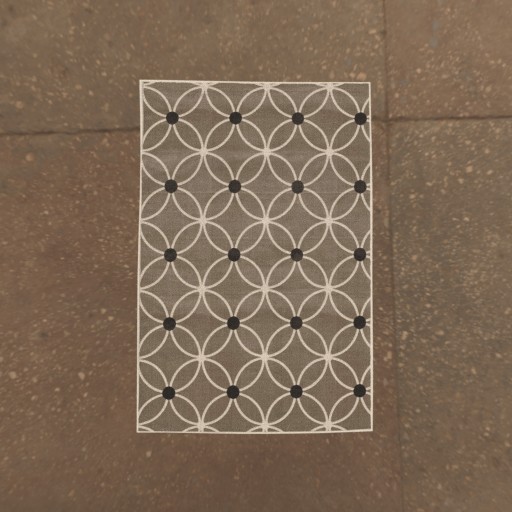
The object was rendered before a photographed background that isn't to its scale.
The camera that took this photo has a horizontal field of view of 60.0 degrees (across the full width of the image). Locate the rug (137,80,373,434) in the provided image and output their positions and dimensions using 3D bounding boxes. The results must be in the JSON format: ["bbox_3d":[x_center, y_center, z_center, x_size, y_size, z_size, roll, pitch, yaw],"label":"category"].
[{"bbox_3d":[0.000,0.000,2.871,1.522,0.008,2.284,0,89,-1],"label":"rug"}]
